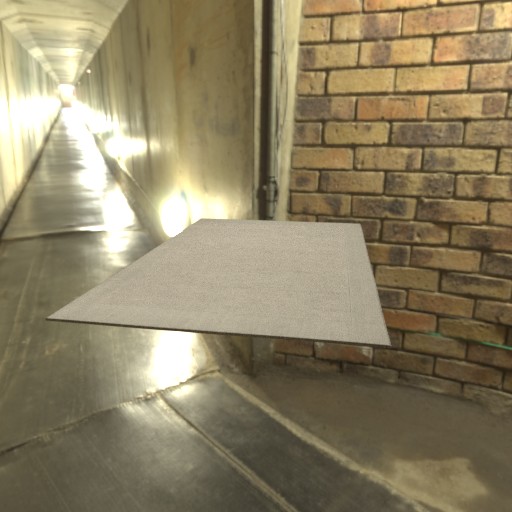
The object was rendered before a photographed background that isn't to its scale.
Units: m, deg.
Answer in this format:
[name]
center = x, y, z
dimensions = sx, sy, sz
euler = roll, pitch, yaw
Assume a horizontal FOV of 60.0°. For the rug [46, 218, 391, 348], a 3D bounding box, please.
[rug]
center = 0.000, 0.000, 3.044
dimensions = 1.524, 0.014, 2.438
euler = 3, 16, 10
